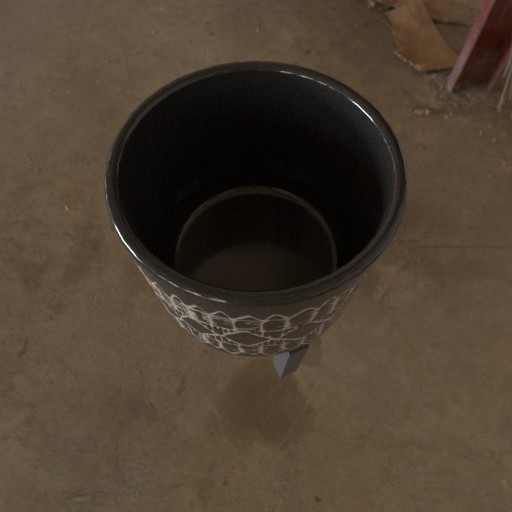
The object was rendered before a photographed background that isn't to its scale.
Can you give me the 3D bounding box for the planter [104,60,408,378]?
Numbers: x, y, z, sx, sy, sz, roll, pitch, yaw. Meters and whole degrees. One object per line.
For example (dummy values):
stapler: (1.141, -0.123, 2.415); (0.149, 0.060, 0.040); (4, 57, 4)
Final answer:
planter: (0.000, 0.000, 0.403); (0.196, 0.264, 0.196); (33, 67, 15)
